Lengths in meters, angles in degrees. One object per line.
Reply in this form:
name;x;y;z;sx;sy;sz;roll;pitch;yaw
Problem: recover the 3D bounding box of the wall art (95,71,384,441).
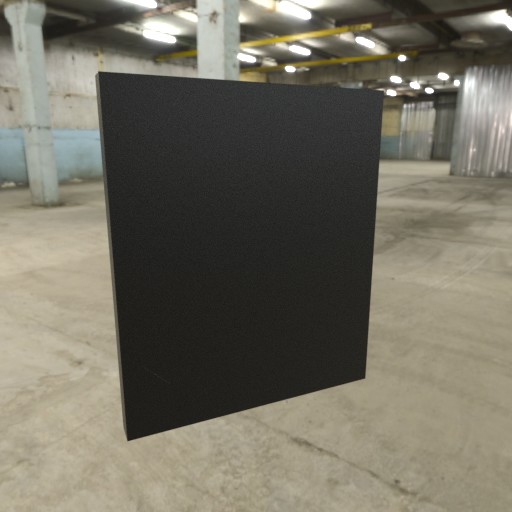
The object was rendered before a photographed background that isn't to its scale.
wall art;0.000;0.000;0.521;0.325;0.380;0.028;-6;15;-24
